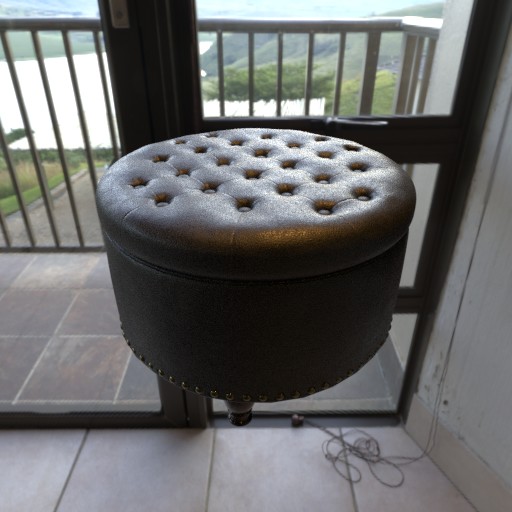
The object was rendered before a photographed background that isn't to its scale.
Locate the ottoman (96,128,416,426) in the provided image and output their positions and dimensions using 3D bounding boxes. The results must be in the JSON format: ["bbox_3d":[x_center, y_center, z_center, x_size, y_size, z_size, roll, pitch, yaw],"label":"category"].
[{"bbox_3d":[0.000,0.000,1.011,0.637,0.442,0.637,0,31,0],"label":"ottoman"}]
